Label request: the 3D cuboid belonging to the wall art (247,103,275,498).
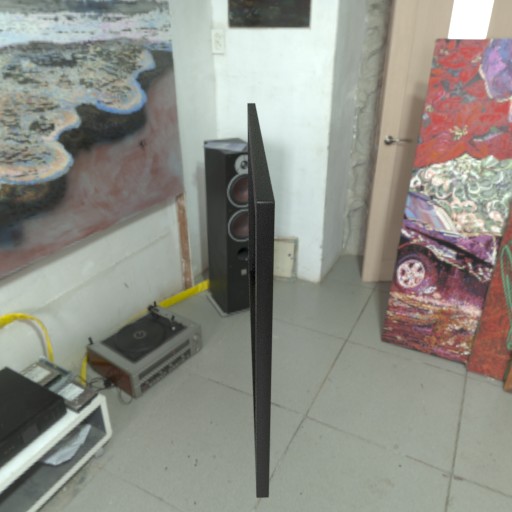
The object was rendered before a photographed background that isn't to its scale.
[{"bbox_3d":[0.000,0.000,0.560,0.013,0.306,0.440,-1,27,-2],"label":"wall art"}]
